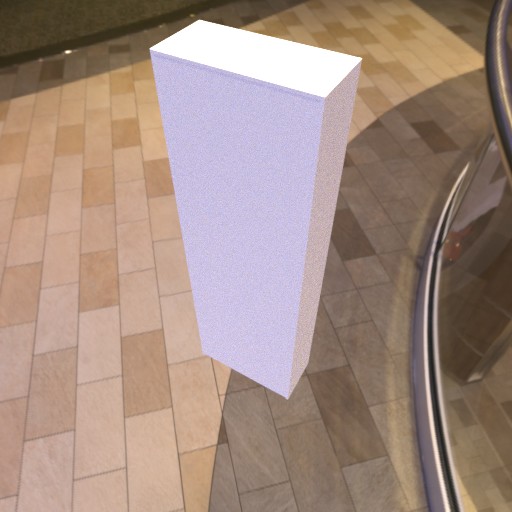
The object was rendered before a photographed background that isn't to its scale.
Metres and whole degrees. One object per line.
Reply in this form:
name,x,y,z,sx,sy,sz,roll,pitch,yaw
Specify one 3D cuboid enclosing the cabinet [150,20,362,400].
cabinet,0.000,0.000,1.792,0.520,1.630,0.255,23,52,20
